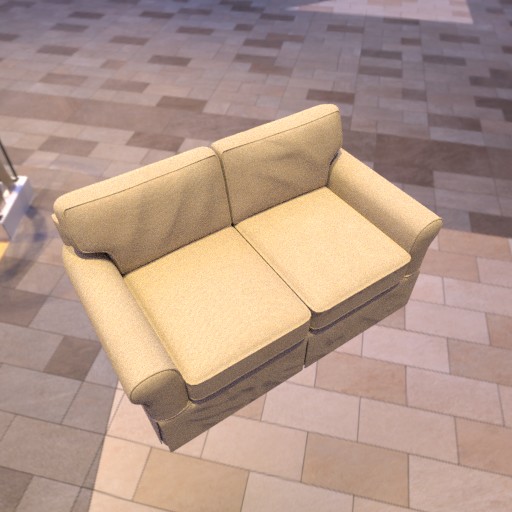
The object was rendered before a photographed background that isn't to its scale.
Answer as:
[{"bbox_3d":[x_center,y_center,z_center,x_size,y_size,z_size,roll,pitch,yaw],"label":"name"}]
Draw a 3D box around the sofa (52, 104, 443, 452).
[{"bbox_3d":[0.000,0.000,2.318,1.727,0.940,0.991,-26,52,-22],"label":"sofa"}]
